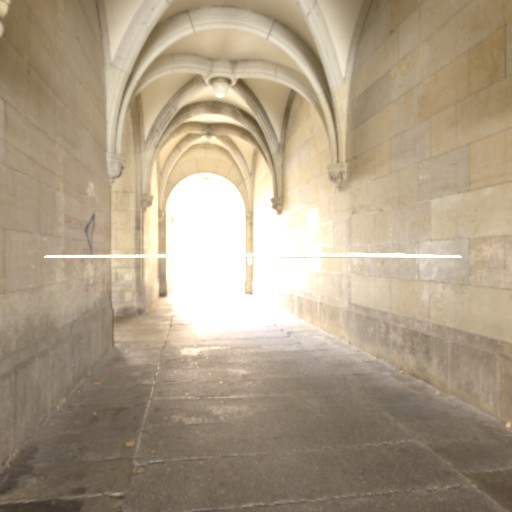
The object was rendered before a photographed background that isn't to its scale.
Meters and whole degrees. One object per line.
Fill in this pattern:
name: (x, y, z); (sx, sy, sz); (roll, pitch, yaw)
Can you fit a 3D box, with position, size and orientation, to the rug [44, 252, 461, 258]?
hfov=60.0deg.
rug: (0.000, 0.000, 4.123); (3.052, 0.030, 2.429); (0, 0, 36)
